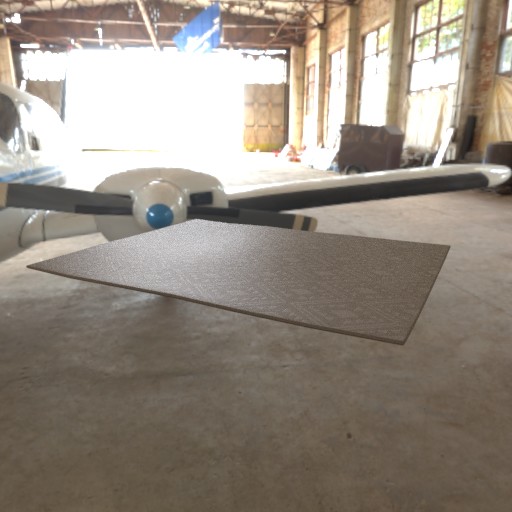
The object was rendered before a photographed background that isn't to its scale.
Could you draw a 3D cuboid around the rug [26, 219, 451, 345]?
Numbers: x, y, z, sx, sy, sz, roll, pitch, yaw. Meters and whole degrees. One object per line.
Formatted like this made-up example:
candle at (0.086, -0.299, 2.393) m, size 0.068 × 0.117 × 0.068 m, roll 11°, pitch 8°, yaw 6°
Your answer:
rug at (0.000, 0.000, 3.976) m, size 3.011 × 0.054 × 2.399 m, roll 8°, pitch 17°, yaw 27°
